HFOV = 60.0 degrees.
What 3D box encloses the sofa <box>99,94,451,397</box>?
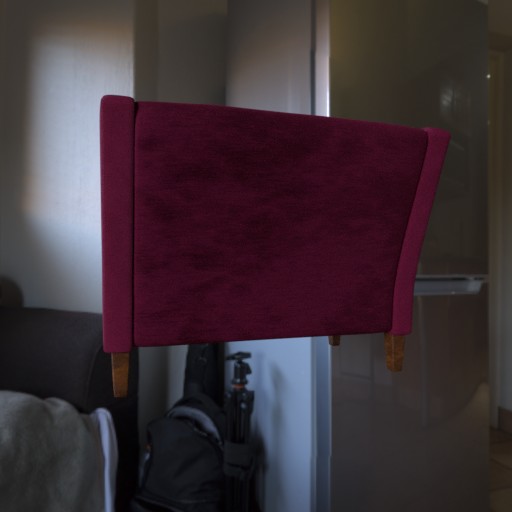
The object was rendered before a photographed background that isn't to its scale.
[{"bbox_3d":[0.000,0.000,1.908,1.242,0.976,0.946,0,0,-17],"label":"sofa"}]
